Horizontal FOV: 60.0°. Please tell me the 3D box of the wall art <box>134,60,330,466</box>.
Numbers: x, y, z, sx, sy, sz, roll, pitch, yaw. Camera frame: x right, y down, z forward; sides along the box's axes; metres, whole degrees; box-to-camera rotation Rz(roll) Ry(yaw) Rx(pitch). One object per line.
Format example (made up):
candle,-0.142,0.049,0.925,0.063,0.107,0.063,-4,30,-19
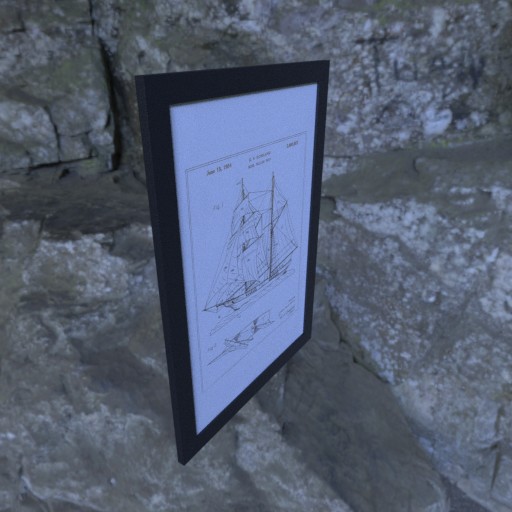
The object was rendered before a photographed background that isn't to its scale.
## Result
wall art,0.000,0.000,0.676,0.013,0.534,0.381,18,31,31
